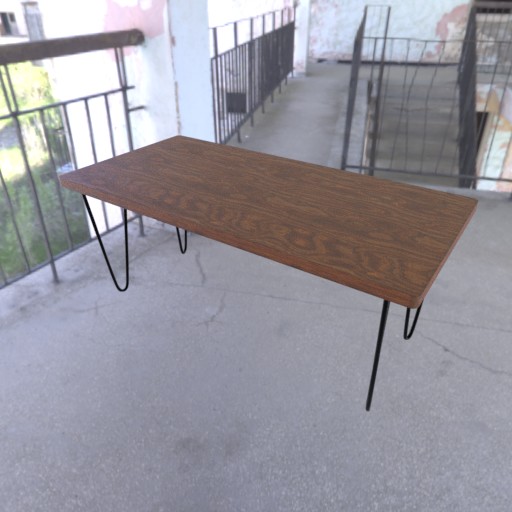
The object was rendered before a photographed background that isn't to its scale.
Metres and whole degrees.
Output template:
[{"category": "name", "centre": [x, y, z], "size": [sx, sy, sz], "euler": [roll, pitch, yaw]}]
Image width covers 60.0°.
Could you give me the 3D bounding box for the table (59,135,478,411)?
[{"category": "table", "centre": [0.000, 0.000, 2.272], "size": [1.791, 0.753, 0.883], "euler": [19, 36, 29]}]
